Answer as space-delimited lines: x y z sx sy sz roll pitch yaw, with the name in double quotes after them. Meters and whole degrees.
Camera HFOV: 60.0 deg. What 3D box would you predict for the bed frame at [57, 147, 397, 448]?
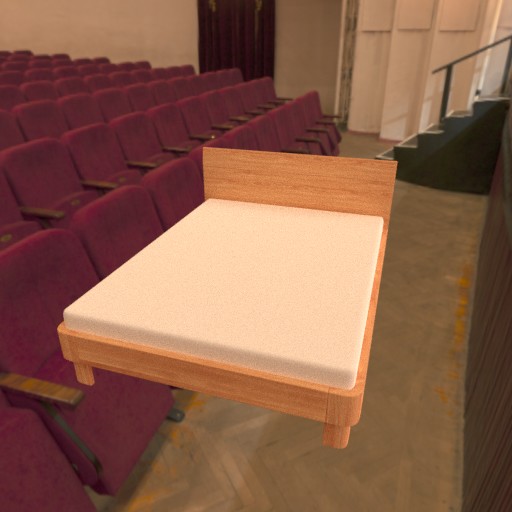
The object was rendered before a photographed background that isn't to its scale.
0.000 0.000 3.028 1.660 0.940 2.092 8 27 16 "bed frame"
